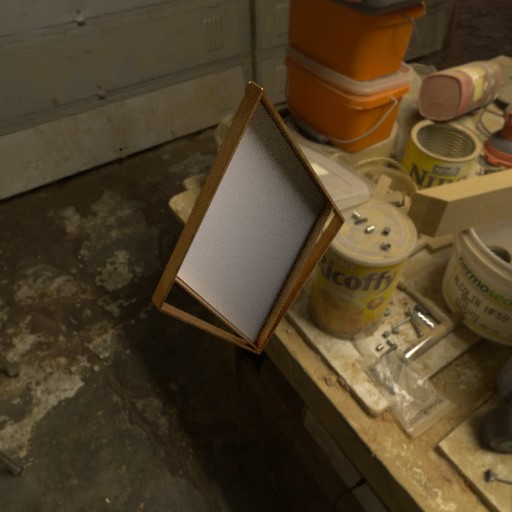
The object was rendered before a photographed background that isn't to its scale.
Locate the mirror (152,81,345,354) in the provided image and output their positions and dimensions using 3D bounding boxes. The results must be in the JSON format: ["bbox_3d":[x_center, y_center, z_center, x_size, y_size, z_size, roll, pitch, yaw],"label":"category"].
[{"bbox_3d":[0.000,0.000,0.848,0.419,0.679,0.032,-25,52,-22],"label":"mirror"}]
